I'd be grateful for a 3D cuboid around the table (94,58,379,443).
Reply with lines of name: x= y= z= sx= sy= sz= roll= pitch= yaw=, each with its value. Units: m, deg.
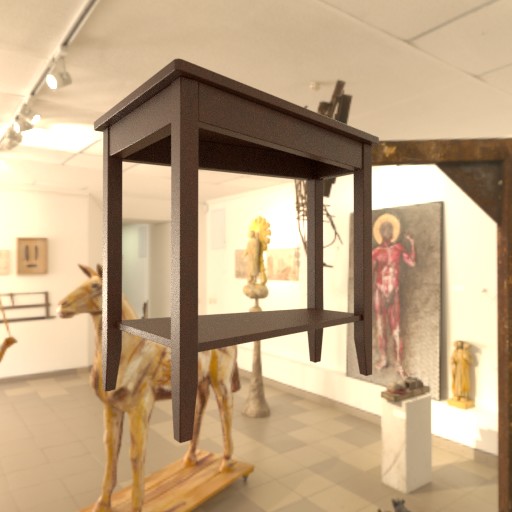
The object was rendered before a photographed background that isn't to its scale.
table: x=0.000 y=0.000 z=1.004 sx=0.605 sy=0.589 sz=0.399 roll=0 pitch=-1 yaw=-37
